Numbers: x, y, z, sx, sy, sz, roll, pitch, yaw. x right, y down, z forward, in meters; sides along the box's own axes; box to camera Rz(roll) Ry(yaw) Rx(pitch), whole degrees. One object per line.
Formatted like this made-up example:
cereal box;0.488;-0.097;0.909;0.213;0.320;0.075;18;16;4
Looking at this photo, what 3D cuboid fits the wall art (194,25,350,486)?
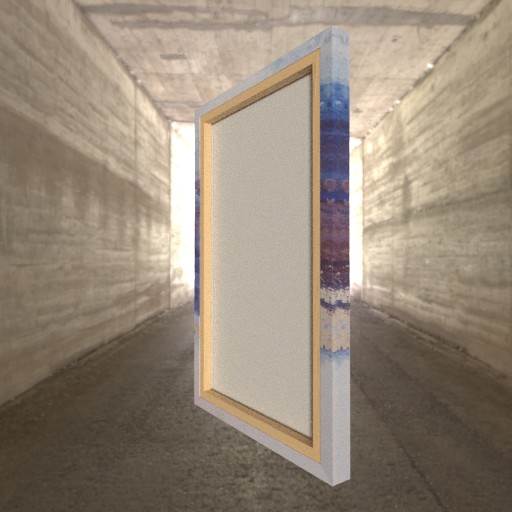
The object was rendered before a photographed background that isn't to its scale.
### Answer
wall art;0.000;0.000;1.095;0.048;0.874;0.583;0;-1;-34
